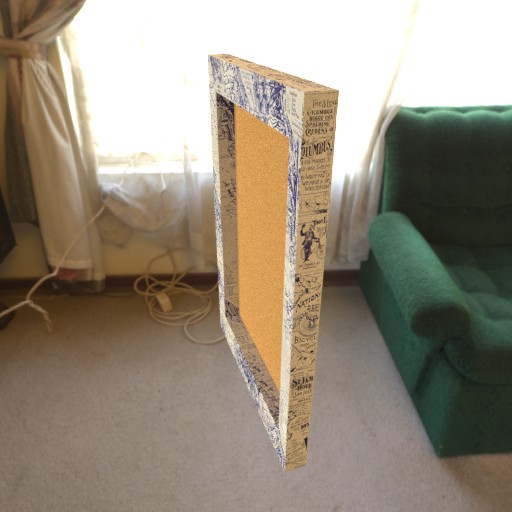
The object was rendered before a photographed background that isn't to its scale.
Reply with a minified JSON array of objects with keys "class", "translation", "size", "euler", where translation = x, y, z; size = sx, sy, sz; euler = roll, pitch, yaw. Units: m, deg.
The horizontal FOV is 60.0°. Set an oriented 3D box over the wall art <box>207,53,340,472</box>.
[{"class":"wall art","translation":[0.000,0.000,0.762],"size":[0.040,0.601,0.408],"euler":[-10,31,-17]}]
